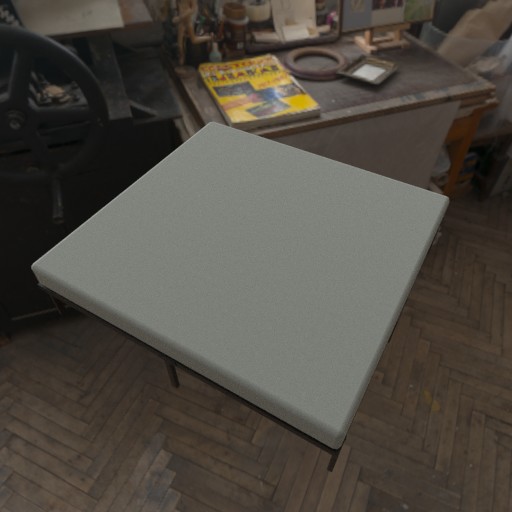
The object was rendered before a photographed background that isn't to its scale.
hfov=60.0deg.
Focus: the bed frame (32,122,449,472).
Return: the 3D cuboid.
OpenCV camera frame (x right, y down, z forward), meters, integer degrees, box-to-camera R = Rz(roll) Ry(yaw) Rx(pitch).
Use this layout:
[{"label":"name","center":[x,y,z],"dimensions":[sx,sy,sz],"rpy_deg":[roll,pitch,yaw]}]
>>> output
[{"label":"bed frame","center":[0.000,0.000,3.950],"dimensions":[2.635,0.680,2.526],"rpy_deg":[23,51,20]}]
